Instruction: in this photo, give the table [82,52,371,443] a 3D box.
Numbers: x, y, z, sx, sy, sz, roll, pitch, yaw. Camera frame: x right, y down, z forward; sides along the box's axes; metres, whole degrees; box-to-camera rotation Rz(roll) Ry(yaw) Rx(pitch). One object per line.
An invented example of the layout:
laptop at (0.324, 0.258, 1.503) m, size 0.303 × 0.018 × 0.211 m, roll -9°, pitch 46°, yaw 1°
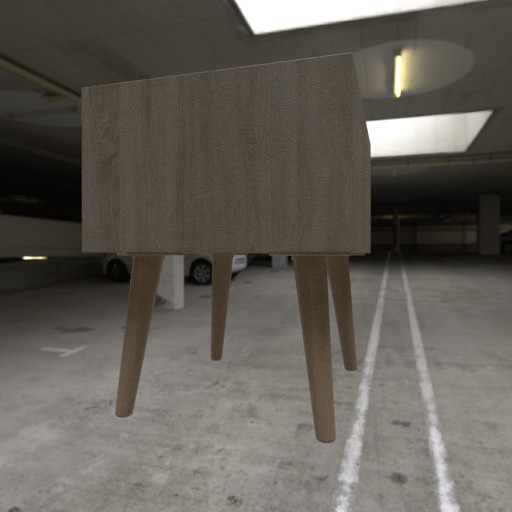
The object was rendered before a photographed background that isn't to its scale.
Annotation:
table at (0.000, 0.000, 0.779) m, size 0.370 × 0.470 × 0.450 m, roll 0°, pitch 0°, yaw 17°
